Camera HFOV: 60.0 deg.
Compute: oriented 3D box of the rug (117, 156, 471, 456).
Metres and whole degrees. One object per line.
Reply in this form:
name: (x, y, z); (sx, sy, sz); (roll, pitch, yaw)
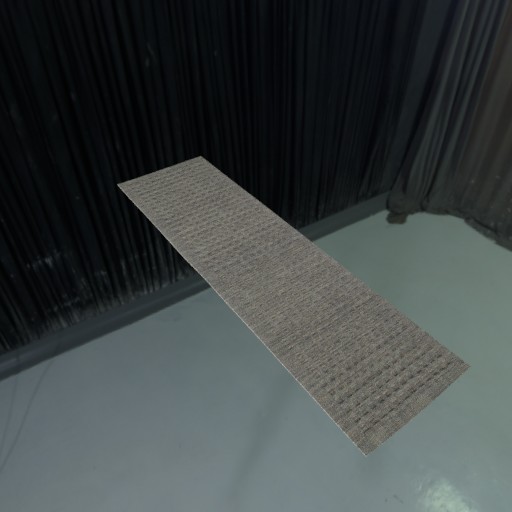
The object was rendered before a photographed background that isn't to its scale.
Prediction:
rug: (0.000, 0.000, 2.638); (0.706, 0.009, 2.443); (-26, 48, -26)
